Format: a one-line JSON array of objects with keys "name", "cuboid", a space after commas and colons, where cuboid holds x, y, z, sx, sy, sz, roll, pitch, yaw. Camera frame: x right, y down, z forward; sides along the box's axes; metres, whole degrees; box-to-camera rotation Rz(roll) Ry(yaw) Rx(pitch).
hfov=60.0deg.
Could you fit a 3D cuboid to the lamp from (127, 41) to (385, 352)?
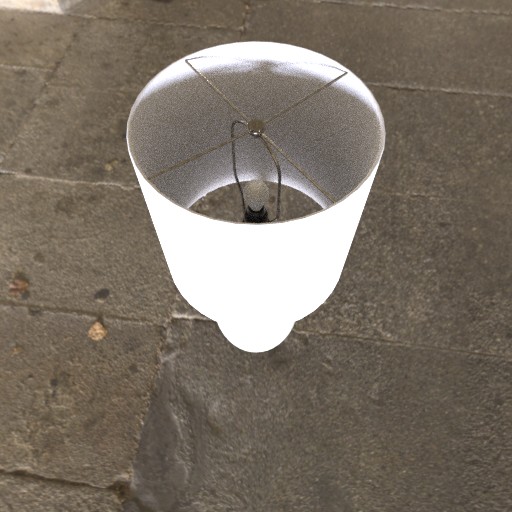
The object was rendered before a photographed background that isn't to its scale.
[{"name": "lamp", "cuboid": [0.000, 0.000, 0.569, 0.217, 0.453, 0.217, -33, 65, -18]}]
